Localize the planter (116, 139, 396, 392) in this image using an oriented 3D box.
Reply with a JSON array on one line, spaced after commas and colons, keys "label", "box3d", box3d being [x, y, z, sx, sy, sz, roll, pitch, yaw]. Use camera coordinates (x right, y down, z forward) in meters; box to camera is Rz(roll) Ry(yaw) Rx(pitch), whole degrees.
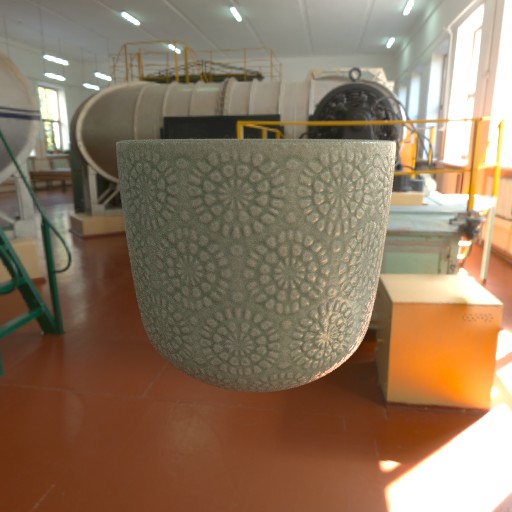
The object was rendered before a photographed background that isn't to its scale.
[{"label": "planter", "box3d": [0.000, 0.000, 0.218, 0.124, 0.109, 0.124, 0, 14, 0]}]
